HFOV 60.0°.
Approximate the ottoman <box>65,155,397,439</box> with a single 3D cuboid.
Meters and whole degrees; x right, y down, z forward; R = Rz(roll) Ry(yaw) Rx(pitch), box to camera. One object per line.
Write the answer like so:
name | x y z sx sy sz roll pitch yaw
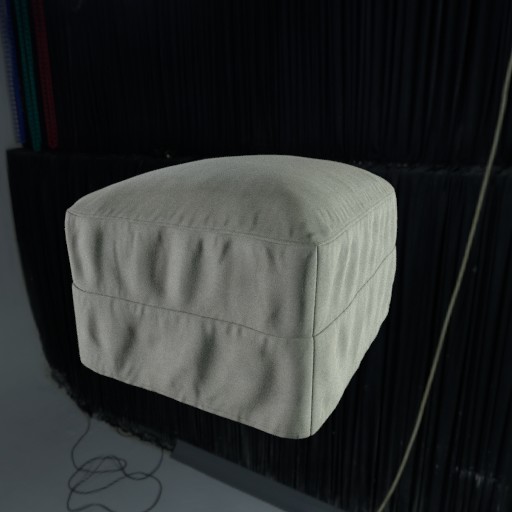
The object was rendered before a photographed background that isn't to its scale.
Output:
ottoman | 0.000 0.000 1.088 0.584 0.480 0.712 8 17 26
